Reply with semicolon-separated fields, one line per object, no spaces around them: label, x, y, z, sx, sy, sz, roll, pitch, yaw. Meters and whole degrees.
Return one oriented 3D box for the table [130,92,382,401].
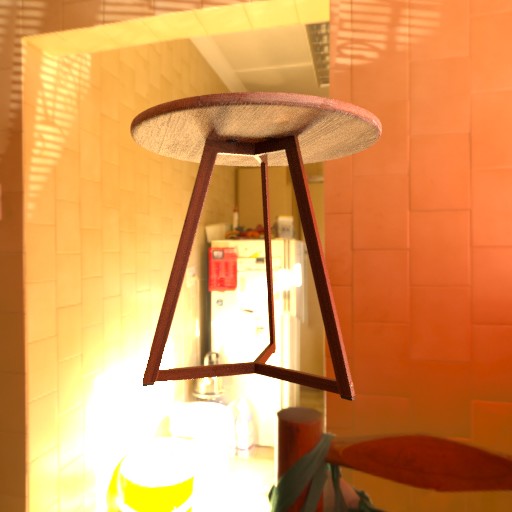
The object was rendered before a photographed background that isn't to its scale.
table;0.000;0.000;0.919;0.500;0.500;0.500;0;1;0
